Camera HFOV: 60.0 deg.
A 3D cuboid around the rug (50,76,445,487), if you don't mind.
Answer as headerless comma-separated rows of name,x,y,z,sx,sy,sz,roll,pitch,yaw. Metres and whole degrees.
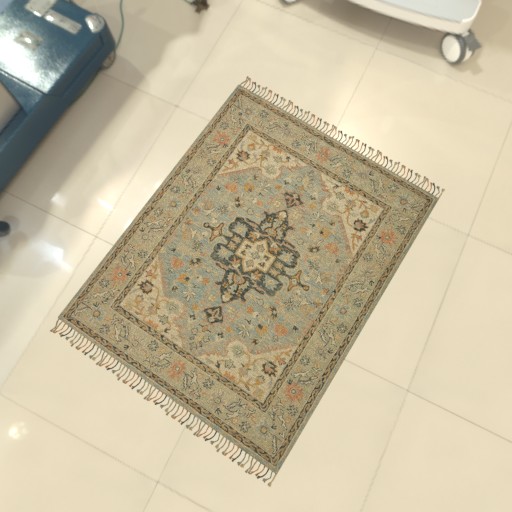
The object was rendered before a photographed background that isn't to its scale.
rug,0.000,0.000,2.251,1.278,0.009,1.730,32,77,8
